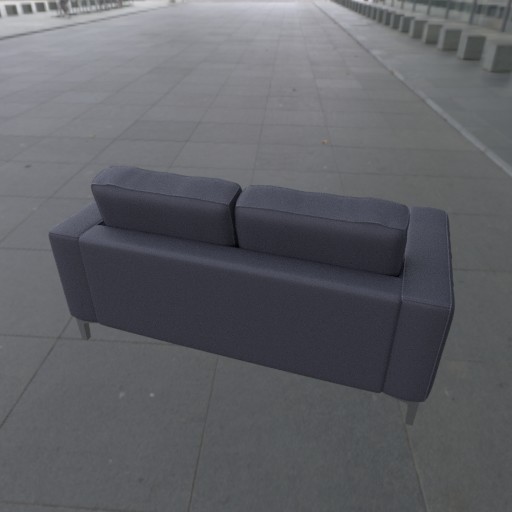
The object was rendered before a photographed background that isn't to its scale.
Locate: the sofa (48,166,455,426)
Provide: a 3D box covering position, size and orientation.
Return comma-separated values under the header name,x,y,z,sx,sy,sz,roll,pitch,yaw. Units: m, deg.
name,x,y,z,sx,sy,sz,roll,pitch,yaw
sofa,0.000,0.000,2.153,1.726,0.893,0.833,10,33,16
